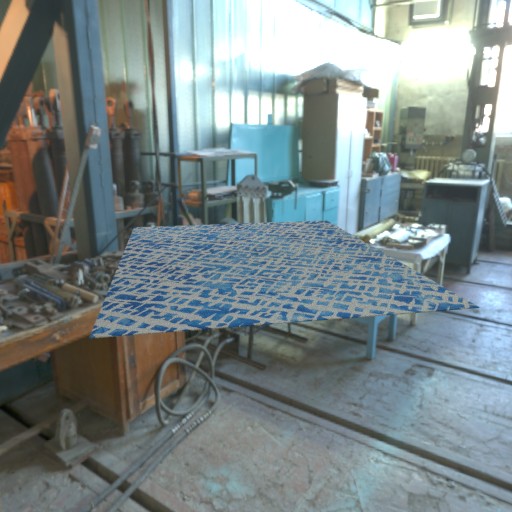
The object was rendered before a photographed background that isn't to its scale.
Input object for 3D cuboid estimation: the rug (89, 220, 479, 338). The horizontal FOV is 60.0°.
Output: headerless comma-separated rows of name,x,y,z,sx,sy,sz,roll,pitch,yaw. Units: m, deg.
rug,0.000,0.000,4.103,2.435,0.007,3.007,-3,16,-10
